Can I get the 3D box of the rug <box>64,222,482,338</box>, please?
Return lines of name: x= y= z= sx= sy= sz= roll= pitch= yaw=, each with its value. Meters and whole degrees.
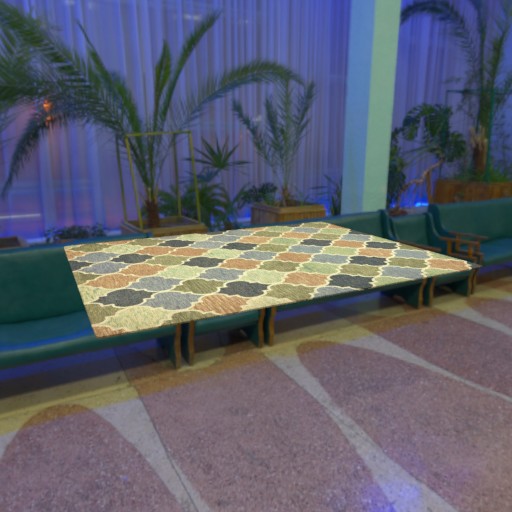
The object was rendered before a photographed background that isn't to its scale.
rug: x=0.000 y=0.000 z=4.198 sx=3.200 sy=0.013 sz=2.439 roll=-7 pitch=16 yaw=-26
